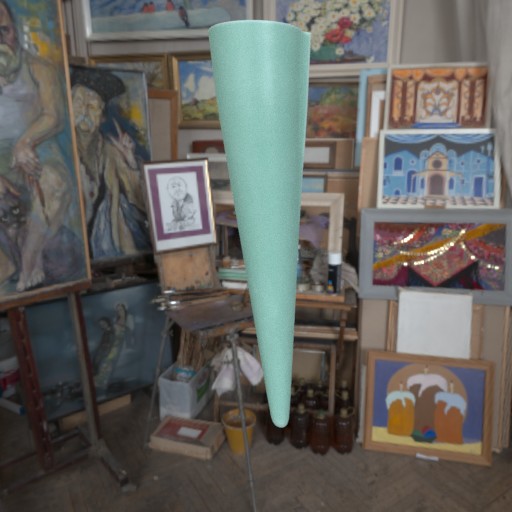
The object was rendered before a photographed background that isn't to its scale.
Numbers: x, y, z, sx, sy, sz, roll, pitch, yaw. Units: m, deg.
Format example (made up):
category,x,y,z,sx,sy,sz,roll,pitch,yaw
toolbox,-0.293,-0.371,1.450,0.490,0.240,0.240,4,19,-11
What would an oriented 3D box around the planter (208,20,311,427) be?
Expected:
category,x,y,z,sx,sy,sz,roll,pitch,yaw
planter,0.000,0.000,0.290,0.055,0.268,0.054,-7,16,-24
